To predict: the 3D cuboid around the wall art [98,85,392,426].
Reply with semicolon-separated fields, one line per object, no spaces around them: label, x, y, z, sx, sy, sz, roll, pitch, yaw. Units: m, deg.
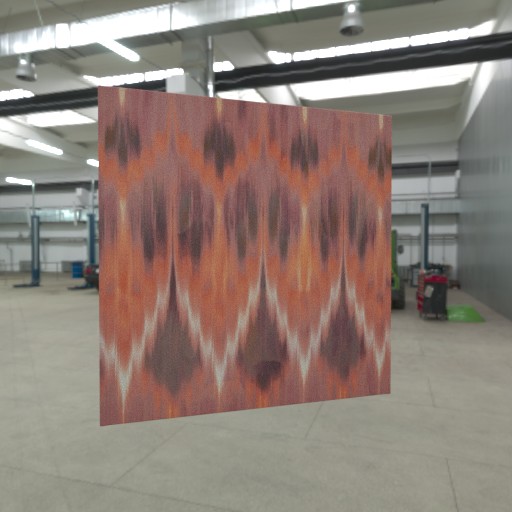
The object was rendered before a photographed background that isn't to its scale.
wall art;0.000;0.000;0.604;0.403;0.406;0.038;0;1;-17
